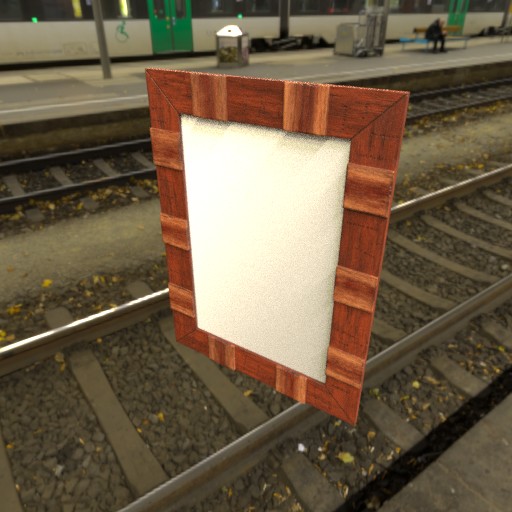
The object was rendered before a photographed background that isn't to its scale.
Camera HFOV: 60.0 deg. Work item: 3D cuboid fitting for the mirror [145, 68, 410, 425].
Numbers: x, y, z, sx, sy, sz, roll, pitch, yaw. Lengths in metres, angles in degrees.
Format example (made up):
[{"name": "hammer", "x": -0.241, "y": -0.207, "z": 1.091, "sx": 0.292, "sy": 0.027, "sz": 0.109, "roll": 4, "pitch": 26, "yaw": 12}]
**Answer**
[{"name": "mirror", "x": 0.000, "y": 0.000, "z": 1.074, "sx": 0.600, "sy": 0.805, "sz": 0.021, "roll": 18, "pitch": 34, "yaw": 28}]
